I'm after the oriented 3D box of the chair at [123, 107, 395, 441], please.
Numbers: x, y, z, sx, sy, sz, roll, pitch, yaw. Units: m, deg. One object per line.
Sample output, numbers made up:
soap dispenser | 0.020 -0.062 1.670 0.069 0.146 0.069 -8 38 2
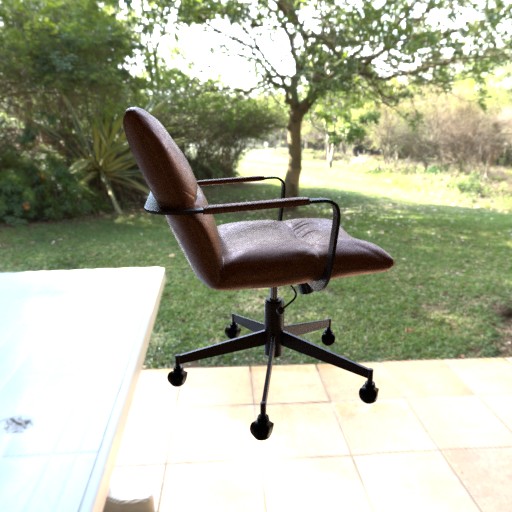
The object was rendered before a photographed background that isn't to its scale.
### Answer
chair | 0.000 0.000 1.486 0.754 0.922 0.727 -3 16 -10
